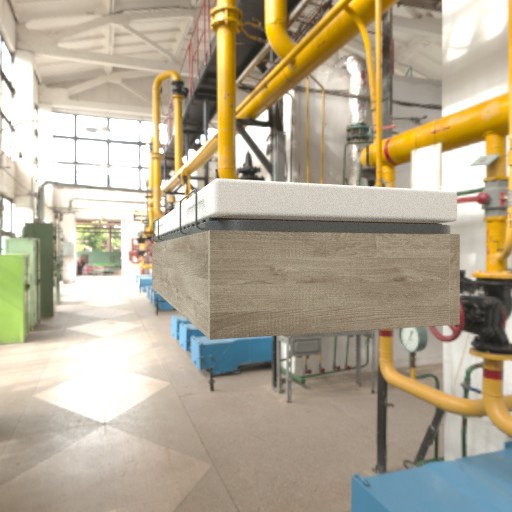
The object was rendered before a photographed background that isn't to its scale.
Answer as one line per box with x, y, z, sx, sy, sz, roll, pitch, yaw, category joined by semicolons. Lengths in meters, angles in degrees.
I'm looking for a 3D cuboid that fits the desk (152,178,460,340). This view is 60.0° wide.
0.000;0.000;2.263;0.900;0.455;1.900;0;0;-18;desk
